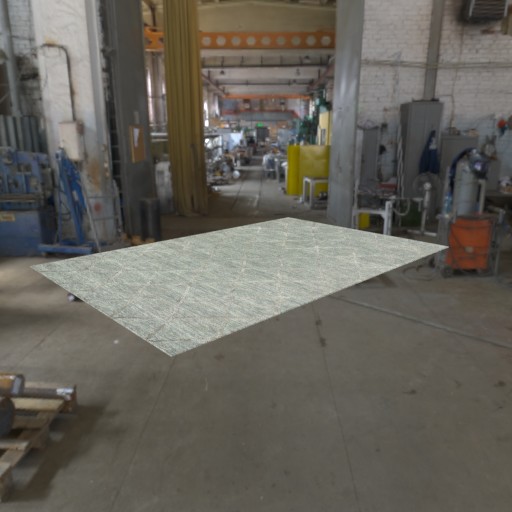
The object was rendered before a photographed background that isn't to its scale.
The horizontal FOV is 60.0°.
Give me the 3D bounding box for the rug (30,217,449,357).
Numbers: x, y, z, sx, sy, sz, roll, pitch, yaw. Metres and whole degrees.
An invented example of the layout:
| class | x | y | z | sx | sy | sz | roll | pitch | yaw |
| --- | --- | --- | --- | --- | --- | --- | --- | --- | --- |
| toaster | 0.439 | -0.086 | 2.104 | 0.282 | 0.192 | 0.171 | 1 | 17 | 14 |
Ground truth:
| class | x | y | z | sx | sy | sz | roll | pitch | yaw |
| --- | --- | --- | --- | --- | --- | --- | --- | --- | --- |
| rug | 0.000 | 0.000 | 2.881 | 2.283 | 0.006 | 1.521 | -14 | 21 | -42 |
